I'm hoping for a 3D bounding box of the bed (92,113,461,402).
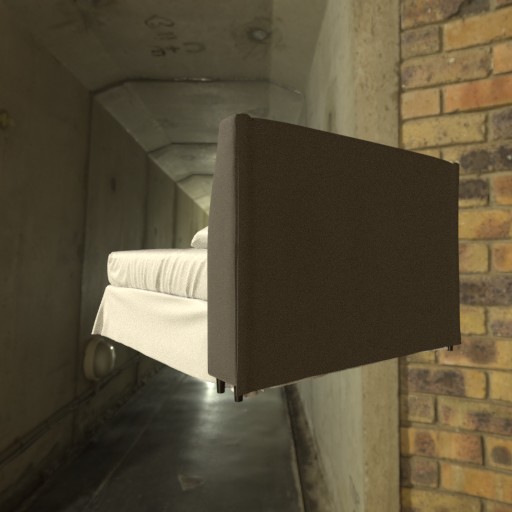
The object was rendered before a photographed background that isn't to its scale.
[{"bbox_3d":[0.000,0.000,3.441,1.925,1.332,2.276,0,0,-37],"label":"bed"}]
